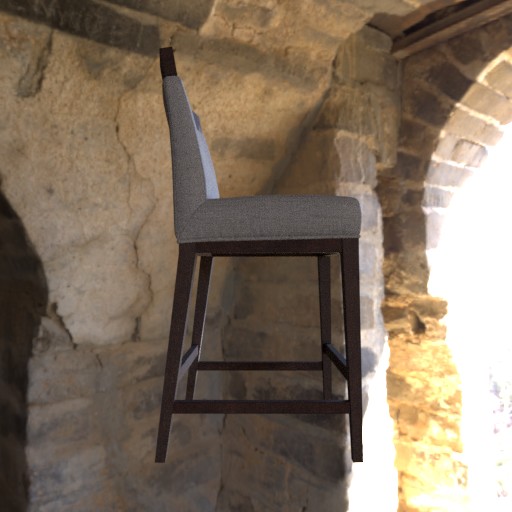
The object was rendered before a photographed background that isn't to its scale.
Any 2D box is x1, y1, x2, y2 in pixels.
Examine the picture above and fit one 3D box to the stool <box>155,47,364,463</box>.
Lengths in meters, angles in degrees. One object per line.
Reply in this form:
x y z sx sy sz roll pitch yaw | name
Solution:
0.000 0.000 1.319 0.531 1.009 0.512 0 -1 0 | stool
